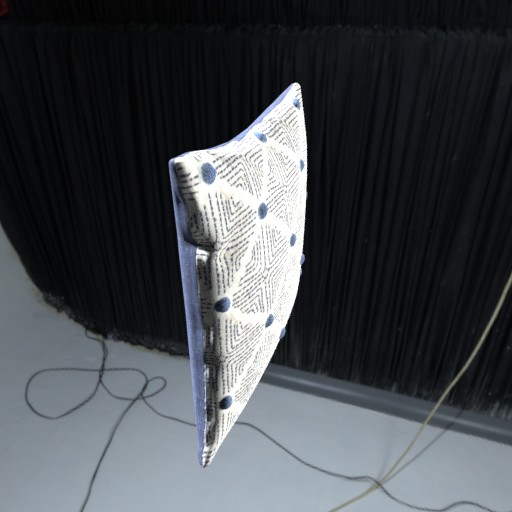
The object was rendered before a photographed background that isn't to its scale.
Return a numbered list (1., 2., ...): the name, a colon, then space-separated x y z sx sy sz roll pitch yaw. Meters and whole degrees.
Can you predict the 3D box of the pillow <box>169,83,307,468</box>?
1. pillow: 0.000 0.000 0.790 0.145 0.510 0.510 10 32 16
